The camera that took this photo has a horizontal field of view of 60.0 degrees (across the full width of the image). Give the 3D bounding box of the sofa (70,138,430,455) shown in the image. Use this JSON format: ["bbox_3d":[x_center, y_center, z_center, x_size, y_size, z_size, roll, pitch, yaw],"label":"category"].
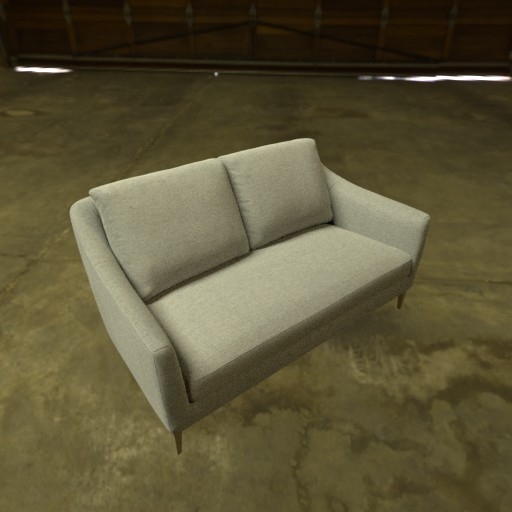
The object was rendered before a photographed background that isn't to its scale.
[{"bbox_3d":[0.000,0.000,2.252,1.619,0.904,0.960,-23,38,-33],"label":"sofa"}]
